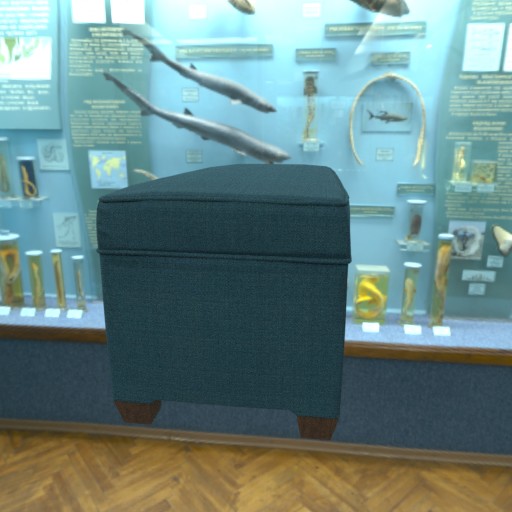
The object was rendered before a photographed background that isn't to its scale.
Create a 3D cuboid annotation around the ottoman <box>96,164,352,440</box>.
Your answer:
[{"bbox_3d":[0.000,0.000,1.225,0.474,0.474,0.943,2,15,7],"label":"ottoman"}]
